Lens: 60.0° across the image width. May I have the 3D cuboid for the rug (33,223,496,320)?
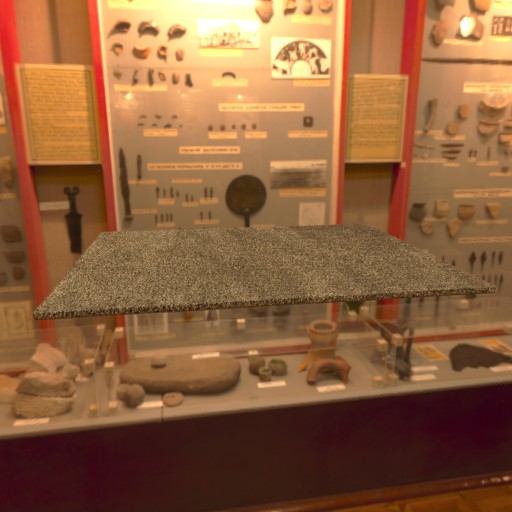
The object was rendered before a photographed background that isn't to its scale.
[{"bbox_3d":[0.000,0.000,2.072,1.601,0.025,1.198,-2,16,-9],"label":"rug"}]
